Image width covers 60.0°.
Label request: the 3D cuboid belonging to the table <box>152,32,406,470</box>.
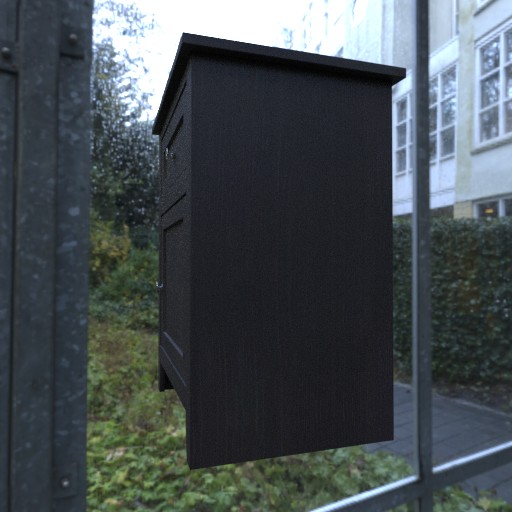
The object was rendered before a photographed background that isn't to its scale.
[{"bbox_3d":[0.000,0.000,0.918,0.381,0.635,0.480,0,-1,-18],"label":"table"}]
